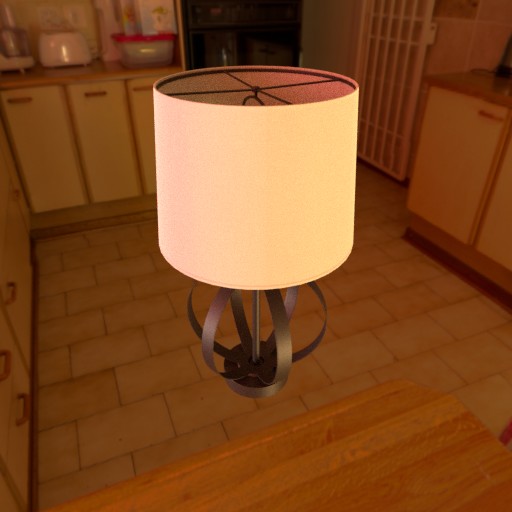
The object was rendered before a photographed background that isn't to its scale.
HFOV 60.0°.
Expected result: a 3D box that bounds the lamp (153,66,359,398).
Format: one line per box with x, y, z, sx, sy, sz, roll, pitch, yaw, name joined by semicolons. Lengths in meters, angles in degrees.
0.000;0.000;0.687;0.286;0.510;0.286;0;32;0;lamp
